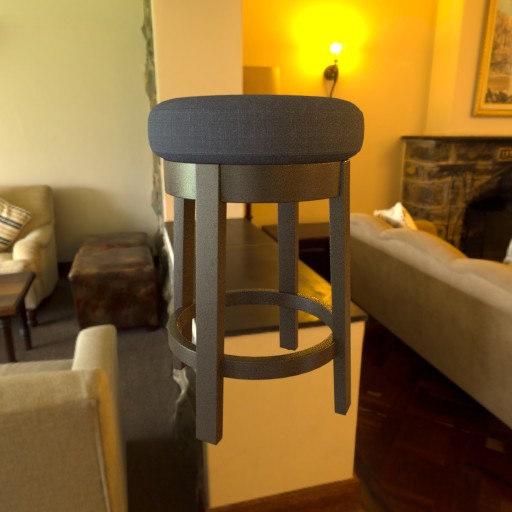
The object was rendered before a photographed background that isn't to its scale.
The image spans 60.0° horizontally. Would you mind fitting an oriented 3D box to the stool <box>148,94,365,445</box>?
[{"bbox_3d":[0.000,0.000,0.975,0.449,0.655,0.449,0,16,0],"label":"stool"}]
